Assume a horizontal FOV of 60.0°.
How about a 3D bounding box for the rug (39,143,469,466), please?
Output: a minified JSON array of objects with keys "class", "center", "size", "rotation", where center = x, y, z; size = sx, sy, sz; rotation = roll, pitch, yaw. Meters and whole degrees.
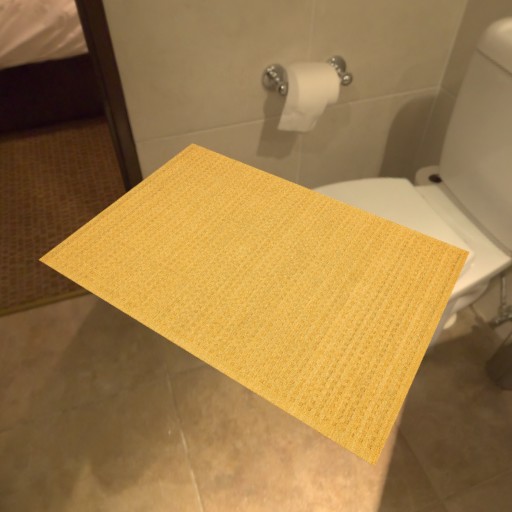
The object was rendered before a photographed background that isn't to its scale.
[{"class":"rug","center":[0.000,0.000,3.610],"size":[2.895,0.006,1.981],"rotation":[26,52,22]}]
